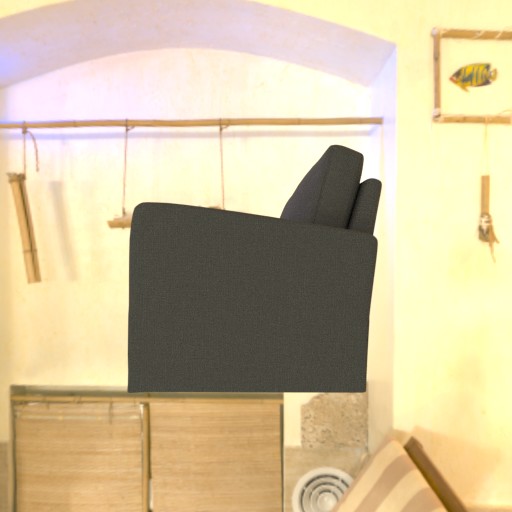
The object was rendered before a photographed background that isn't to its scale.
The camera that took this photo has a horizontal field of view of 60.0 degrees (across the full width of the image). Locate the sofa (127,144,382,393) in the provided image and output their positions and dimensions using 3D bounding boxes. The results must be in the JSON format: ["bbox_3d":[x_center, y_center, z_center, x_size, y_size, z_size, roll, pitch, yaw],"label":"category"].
[{"bbox_3d":[0.000,0.000,2.344,0.898,0.839,1.852,0,2,1],"label":"sofa"}]
